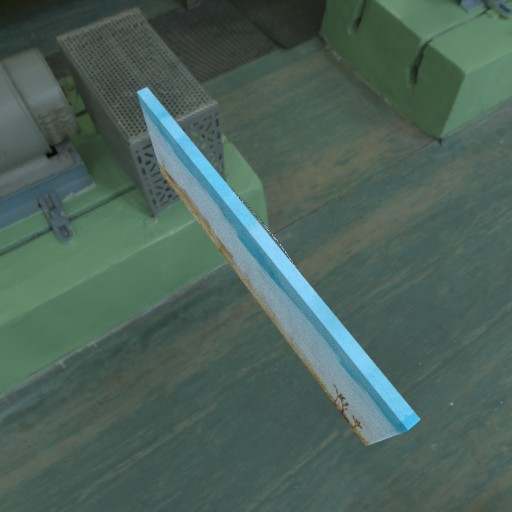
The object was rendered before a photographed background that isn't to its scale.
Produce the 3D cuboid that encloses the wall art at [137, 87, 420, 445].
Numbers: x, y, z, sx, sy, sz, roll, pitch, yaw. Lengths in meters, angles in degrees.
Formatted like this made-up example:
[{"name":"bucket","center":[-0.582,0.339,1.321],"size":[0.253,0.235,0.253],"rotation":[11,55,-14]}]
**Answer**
[{"name":"wall art","center":[0.000,0.000,0.842],"size":[0.044,0.254,0.759],"rotation":[-32,67,-15]}]
